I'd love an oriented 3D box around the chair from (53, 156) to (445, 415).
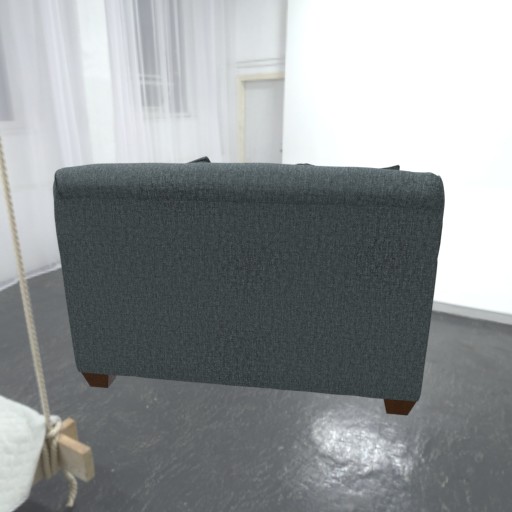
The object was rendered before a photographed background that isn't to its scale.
[{"bbox_3d":[0.000,0.000,2.070,1.383,0.948,1.000,3,18,8],"label":"chair"}]
